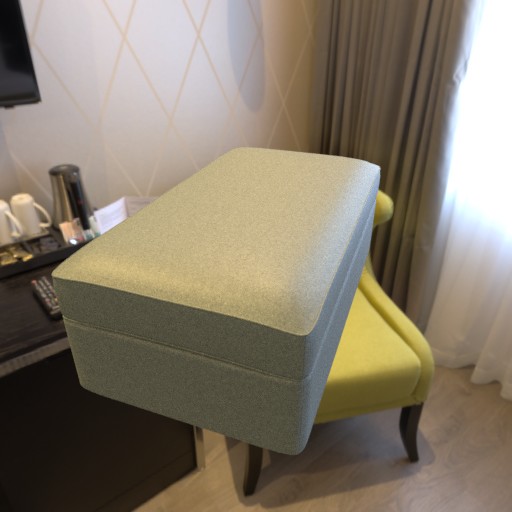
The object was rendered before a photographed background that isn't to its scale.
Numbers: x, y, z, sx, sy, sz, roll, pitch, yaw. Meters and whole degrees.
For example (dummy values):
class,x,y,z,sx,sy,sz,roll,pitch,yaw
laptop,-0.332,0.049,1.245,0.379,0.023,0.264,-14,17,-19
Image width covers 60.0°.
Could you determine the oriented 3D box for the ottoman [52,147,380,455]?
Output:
class,x,y,z,sx,sy,sz,roll,pitch,yaw
ottoman,0.000,0.000,1.555,0.681,0.494,1.173,10,31,18
